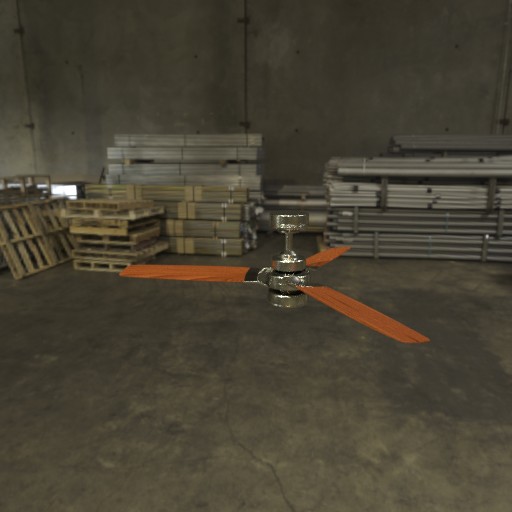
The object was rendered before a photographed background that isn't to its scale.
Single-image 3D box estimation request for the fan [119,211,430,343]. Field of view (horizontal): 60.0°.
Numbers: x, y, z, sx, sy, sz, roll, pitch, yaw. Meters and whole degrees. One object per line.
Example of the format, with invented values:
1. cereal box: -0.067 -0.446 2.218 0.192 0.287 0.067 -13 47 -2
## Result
1. fan: 0.000 0.000 2.031 1.271 0.410 1.416 2 13 9
